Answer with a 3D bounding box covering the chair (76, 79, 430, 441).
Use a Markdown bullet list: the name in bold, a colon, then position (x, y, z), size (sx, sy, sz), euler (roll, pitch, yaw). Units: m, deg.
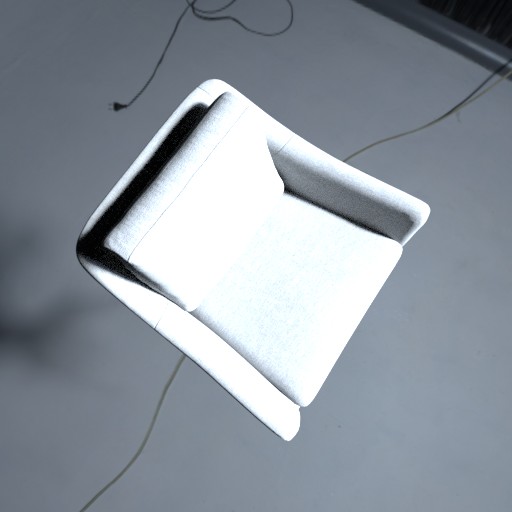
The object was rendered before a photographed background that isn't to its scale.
- **chair**: position (0.000, 0.000, 1.732), size (0.961, 0.902, 0.986), euler (33, 78, 8)
